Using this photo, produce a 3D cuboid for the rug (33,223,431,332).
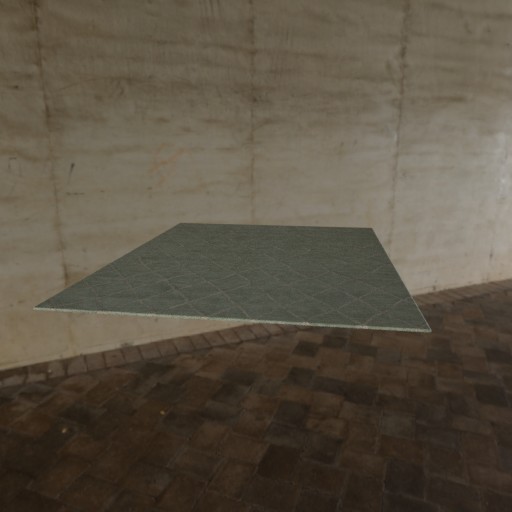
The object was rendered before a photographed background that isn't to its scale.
[{"bbox_3d":[0.000,0.000,4.100,2.420,0.019,3.039,2,15,8],"label":"rug"}]
